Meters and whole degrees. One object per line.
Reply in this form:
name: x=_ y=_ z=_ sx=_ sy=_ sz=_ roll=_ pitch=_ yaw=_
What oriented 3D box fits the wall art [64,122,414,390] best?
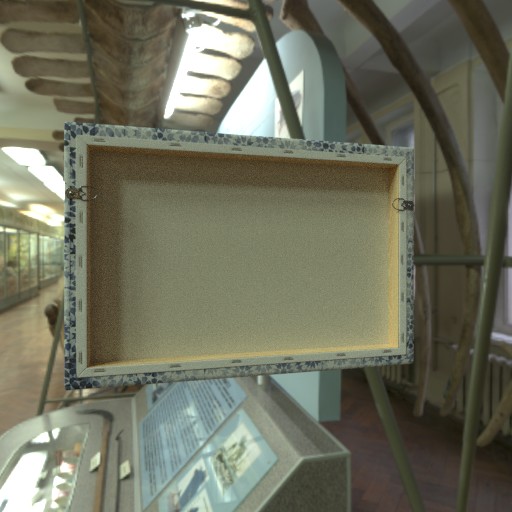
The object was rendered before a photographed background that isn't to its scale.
wall art: x=0.000 y=0.000 z=1.146 sx=0.911 sy=0.608 sz=0.057 roll=0 pitch=0 yaw=-16
